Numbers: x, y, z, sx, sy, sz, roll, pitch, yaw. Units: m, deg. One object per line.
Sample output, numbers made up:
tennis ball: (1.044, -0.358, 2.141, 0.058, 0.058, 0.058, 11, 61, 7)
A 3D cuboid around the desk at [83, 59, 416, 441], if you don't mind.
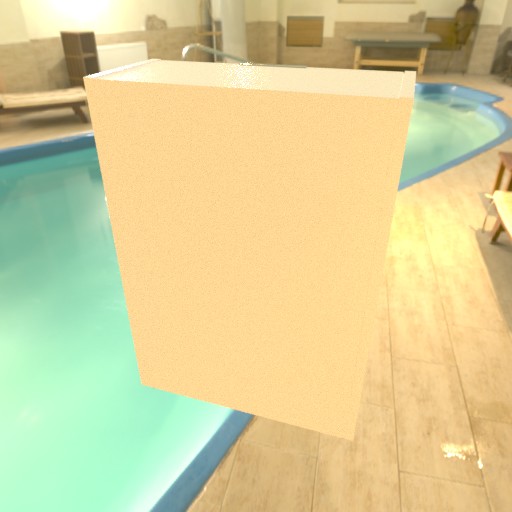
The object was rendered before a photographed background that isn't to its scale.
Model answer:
desk: (0.000, 0.000, 1.545, 0.850, 1.190, 0.390, 10, 33, 15)
